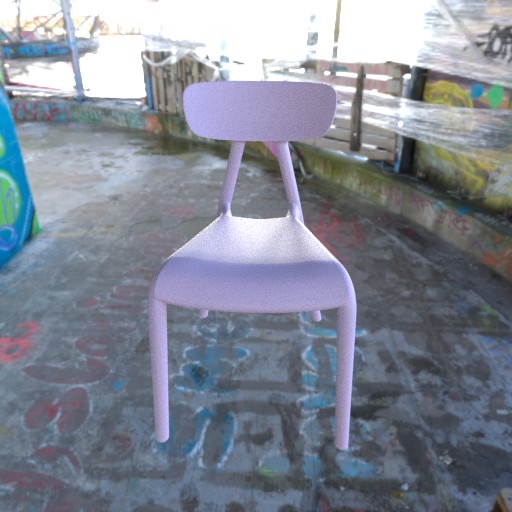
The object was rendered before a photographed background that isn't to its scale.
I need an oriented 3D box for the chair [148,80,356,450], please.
[{"bbox_3d":[0.000,0.000,0.846,0.356,0.580,0.401,1,29,2],"label":"chair"}]
